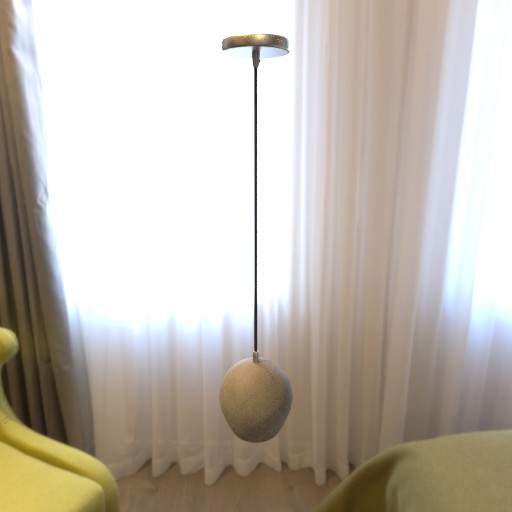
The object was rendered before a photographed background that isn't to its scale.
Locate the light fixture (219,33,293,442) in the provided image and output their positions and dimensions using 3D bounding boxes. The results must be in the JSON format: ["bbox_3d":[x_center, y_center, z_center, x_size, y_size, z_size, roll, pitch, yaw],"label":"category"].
[{"bbox_3d":[0.000,0.000,0.854,0.153,0.760,0.153,-8,16,-27],"label":"light fixture"}]
